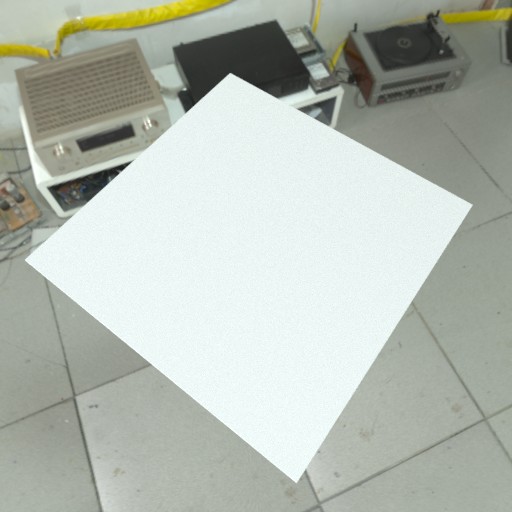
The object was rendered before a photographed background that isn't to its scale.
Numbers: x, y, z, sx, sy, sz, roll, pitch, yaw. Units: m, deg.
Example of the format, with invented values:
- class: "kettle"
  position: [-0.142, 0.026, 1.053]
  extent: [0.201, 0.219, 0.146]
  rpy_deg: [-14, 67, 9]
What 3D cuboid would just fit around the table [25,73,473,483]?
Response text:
- class: "table"
  position: [0.000, 0.000, 1.369]
  extent: [0.890, 0.305, 0.890]
  rpy_deg: [34, 68, 16]
